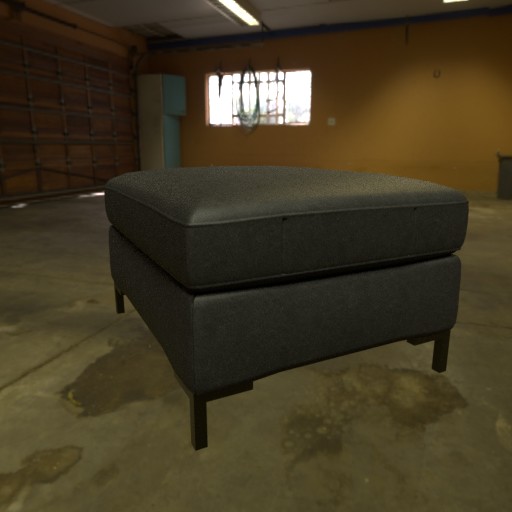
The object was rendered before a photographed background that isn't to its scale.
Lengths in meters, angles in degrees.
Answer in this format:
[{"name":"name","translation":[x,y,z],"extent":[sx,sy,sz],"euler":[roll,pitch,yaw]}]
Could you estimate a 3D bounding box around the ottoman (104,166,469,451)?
[{"name":"ottoman","translation":[0.000,0.000,1.771],"extent":[0.967,0.696,1.187],"euler":[-7,15,-26]}]
